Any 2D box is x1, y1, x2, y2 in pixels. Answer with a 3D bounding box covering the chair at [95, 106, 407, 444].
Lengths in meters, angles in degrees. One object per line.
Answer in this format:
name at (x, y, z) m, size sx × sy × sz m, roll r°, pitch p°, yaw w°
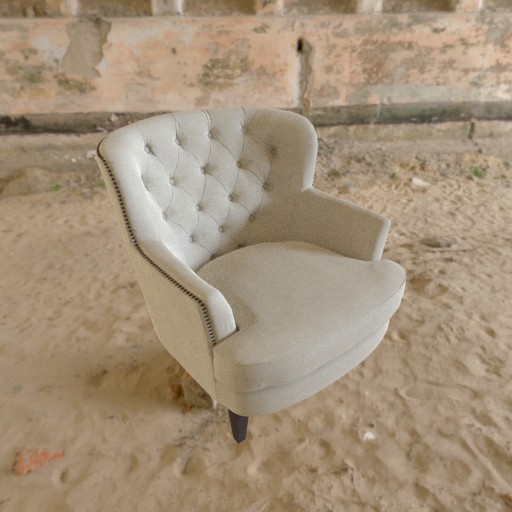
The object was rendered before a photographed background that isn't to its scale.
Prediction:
chair at (0.000, 0.000, 1.576) m, size 0.848 × 0.868 × 0.906 m, roll -22°, pitch 36°, yaw -33°
